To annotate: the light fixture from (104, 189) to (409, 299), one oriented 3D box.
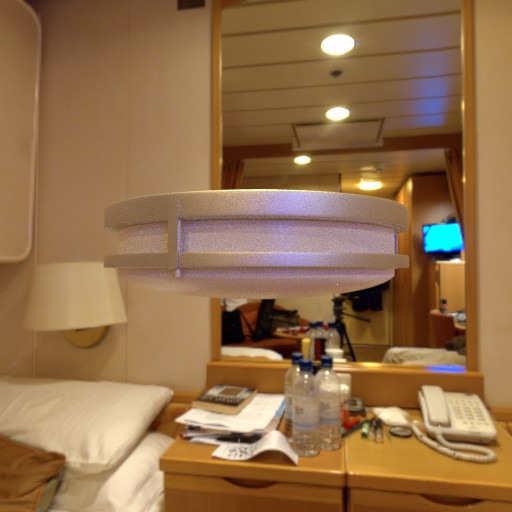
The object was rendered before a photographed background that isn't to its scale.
[{"bbox_3d":[0.000,0.000,0.545,0.356,0.102,0.356,0,-2,0],"label":"light fixture"}]
